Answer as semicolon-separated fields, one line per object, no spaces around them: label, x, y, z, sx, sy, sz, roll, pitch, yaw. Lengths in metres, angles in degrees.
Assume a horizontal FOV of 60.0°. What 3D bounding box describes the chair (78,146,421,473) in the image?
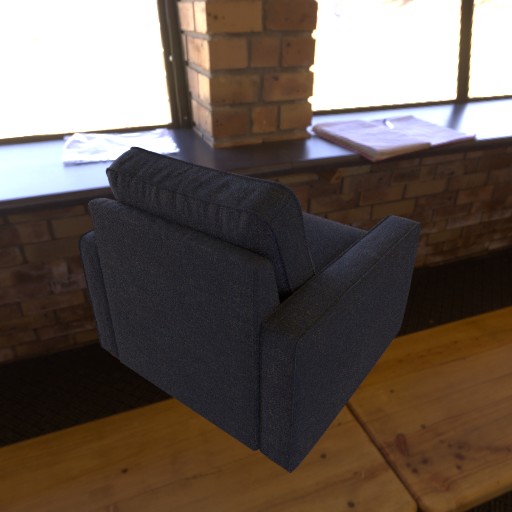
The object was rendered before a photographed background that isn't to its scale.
chair;0.000;0.000;1.770;1.017;0.919;0.940;21;36;32
